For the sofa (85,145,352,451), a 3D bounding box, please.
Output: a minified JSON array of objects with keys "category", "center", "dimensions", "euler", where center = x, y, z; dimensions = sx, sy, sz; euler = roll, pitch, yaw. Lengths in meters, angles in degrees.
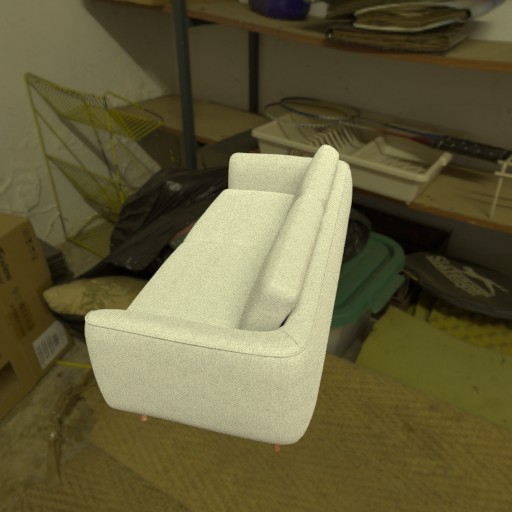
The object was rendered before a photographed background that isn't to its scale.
[{"category":"sofa","center":[0.000,0.000,2.442],"dimensions":[0.920,0.850,2.000],"euler":[8,32,12]}]
